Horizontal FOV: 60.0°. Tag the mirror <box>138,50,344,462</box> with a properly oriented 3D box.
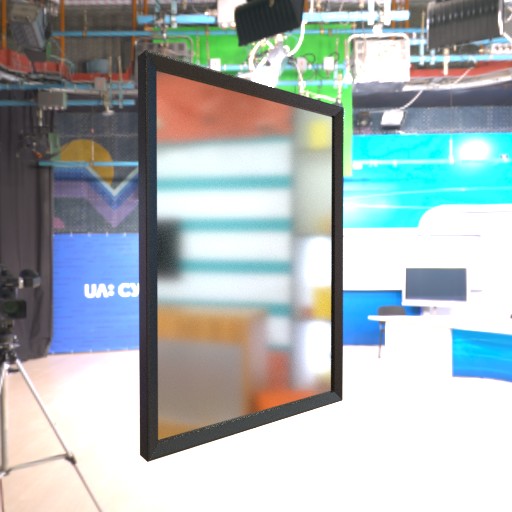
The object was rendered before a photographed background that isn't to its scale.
[{"bbox_3d":[0.000,0.000,0.934,0.507,0.710,0.039,-1,1,-38],"label":"mirror"}]
